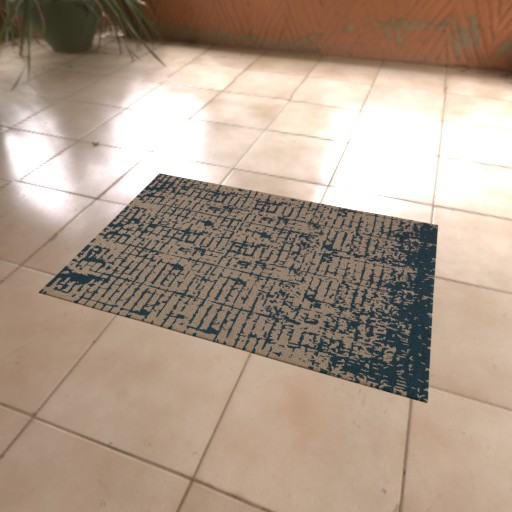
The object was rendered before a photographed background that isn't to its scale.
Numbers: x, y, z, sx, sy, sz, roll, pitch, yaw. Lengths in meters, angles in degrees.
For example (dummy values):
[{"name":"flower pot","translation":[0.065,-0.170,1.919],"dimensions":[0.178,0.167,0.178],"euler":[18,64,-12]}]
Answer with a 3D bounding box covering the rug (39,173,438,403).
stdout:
[{"name":"rug","translation":[0.000,0.000,2.376],"dimensions":[1.828,0.007,1.220],"euler":[13,42,14]}]
